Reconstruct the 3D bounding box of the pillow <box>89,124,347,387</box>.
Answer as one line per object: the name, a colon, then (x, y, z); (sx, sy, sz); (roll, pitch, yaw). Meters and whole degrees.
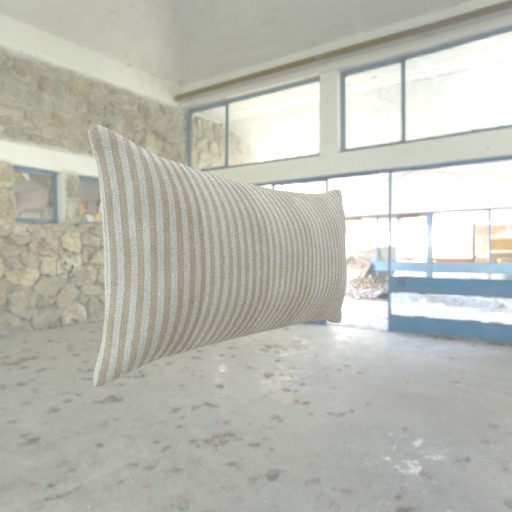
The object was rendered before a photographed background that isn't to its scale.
pillow: (0.000, 0.000, 0.738); (0.151, 0.295, 0.617); (0, 0, 37)
